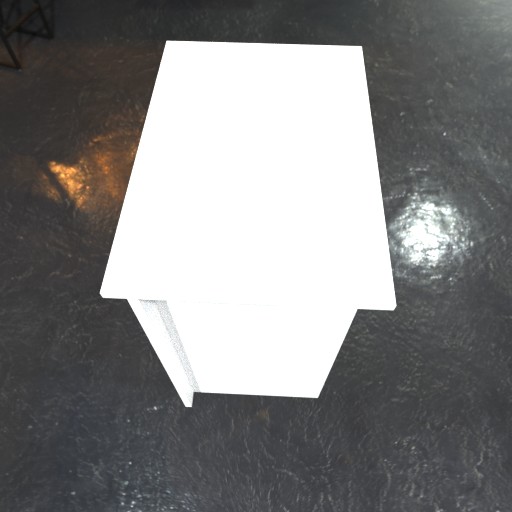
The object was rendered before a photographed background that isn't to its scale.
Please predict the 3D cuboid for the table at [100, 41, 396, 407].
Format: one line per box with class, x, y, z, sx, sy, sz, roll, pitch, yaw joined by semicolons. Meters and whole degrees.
table;0.000;0.000;1.059;0.406;0.711;0.589;2;58;1
